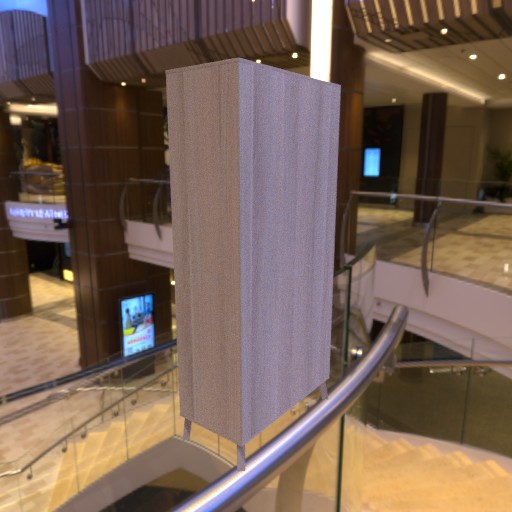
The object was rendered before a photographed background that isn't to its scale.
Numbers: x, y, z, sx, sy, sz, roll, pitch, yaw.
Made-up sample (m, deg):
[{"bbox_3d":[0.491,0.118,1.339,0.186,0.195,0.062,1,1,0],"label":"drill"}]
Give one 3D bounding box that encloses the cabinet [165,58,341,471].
[{"bbox_3d":[0.000,0.000,2.666,0.969,1.957,1.272,-2,13,-7],"label":"cabinet"}]
